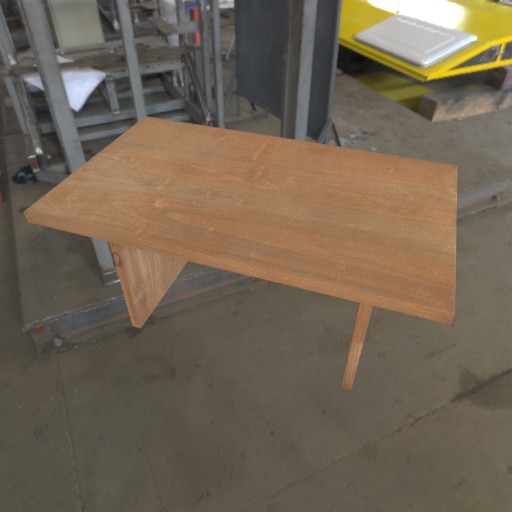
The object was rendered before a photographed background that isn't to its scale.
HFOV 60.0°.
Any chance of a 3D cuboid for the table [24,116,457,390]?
[{"bbox_3d":[0.000,0.000,2.136,1.609,0.780,0.946,13,43,14],"label":"table"}]
